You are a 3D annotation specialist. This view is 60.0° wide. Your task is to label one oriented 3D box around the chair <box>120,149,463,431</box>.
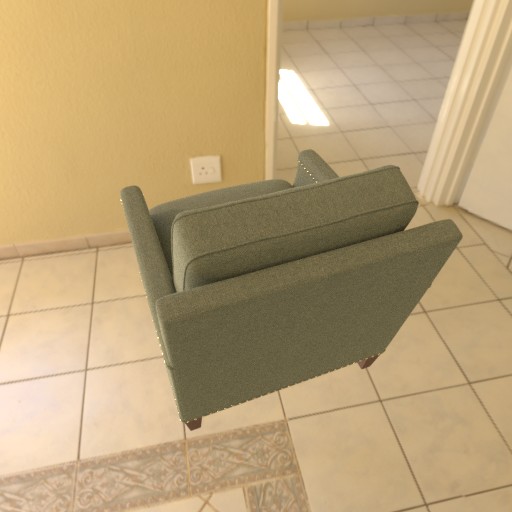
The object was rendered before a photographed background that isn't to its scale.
[{"bbox_3d":[0.000,0.000,1.740,0.885,1.031,1.031,-15,46,-15],"label":"chair"}]
